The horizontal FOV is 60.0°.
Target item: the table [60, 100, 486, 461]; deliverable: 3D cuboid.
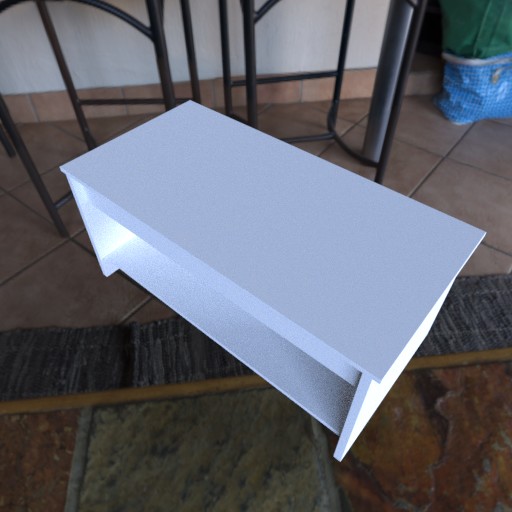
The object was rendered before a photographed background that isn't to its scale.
[{"bbox_3d":[0.000,0.000,1.294,1.000,0.441,0.500,31,54,26],"label":"table"}]
